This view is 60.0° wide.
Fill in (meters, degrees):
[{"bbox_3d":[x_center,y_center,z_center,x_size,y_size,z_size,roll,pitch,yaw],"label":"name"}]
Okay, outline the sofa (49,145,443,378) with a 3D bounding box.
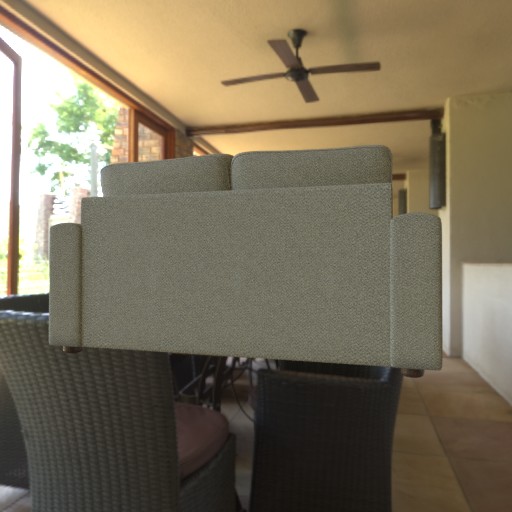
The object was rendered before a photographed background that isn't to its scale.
[{"bbox_3d":[0.000,0.000,2.208,1.616,0.873,1.016,0,-1,16],"label":"sofa"}]
